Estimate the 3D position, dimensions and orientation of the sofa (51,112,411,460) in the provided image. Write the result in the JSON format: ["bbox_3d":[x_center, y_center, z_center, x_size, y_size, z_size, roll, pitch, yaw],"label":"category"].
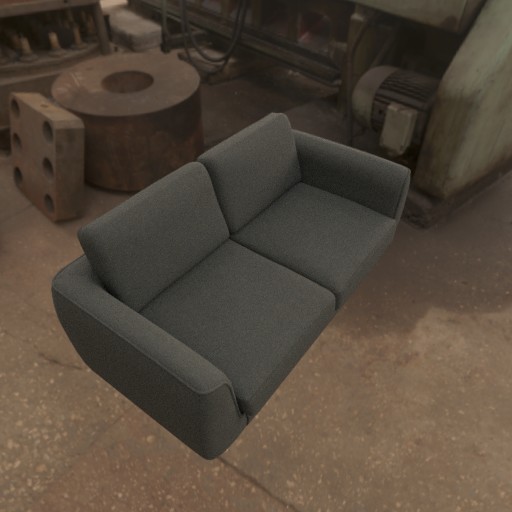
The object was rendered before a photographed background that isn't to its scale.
[{"bbox_3d":[0.000,0.000,2.164,0.920,0.850,1.700,26,48,26],"label":"sofa"}]
